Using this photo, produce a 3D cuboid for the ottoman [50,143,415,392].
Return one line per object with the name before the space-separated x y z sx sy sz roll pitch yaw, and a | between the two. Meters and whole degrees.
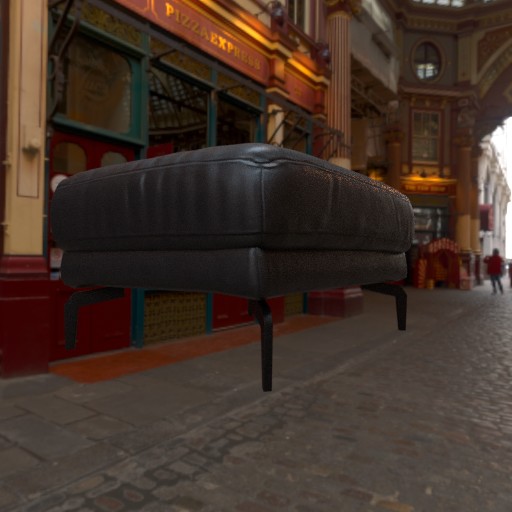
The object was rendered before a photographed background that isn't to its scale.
ottoman | 0.000 0.000 1.073 0.570 0.402 0.764 0 0 35
